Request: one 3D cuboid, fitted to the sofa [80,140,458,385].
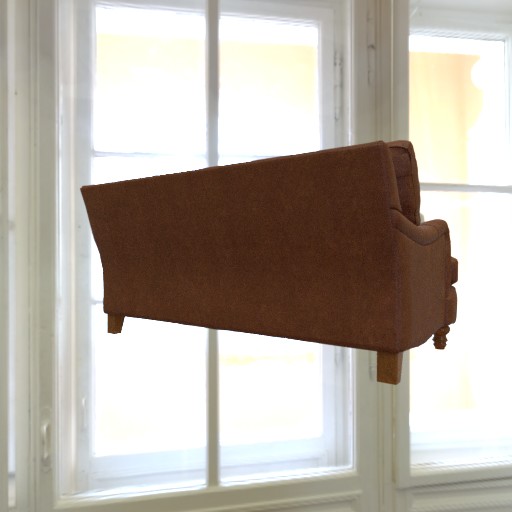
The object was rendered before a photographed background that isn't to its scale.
[{"bbox_3d":[0.000,0.000,2.750,2.144,1.071,1.147,0,1,36],"label":"sofa"}]
